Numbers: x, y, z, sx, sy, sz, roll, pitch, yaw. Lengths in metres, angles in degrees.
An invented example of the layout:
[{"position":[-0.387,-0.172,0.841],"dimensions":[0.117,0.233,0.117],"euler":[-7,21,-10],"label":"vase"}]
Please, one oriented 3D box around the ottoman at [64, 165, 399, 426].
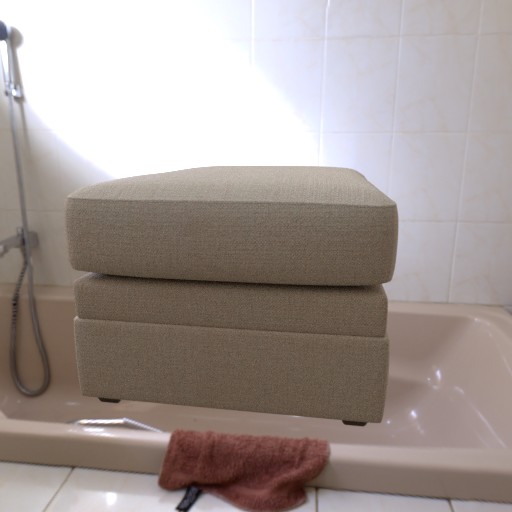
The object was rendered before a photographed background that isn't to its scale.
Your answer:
[{"position":[0.000,0.000,1.225],"dimensions":[0.637,0.478,0.885],"euler":[2,14,9],"label":"ottoman"}]
